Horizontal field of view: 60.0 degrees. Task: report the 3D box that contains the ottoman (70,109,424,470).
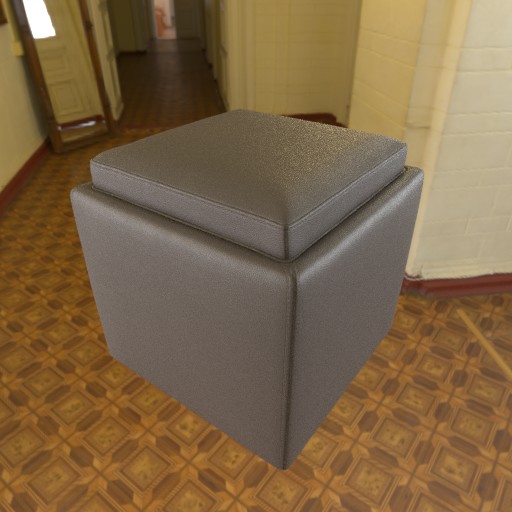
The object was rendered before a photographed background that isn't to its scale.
[{"bbox_3d":[0.000,0.000,0.838,0.450,0.460,0.451,22,38,30],"label":"ottoman"}]
